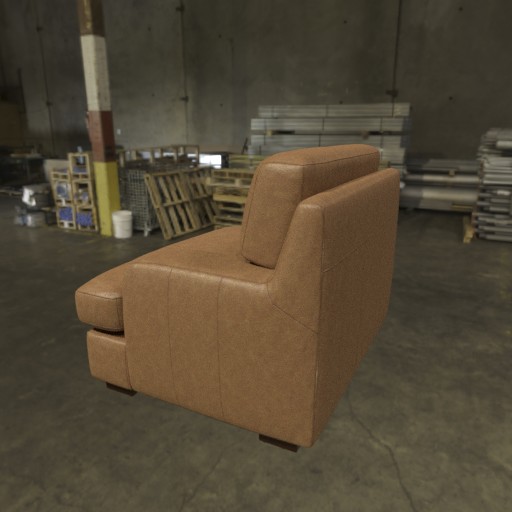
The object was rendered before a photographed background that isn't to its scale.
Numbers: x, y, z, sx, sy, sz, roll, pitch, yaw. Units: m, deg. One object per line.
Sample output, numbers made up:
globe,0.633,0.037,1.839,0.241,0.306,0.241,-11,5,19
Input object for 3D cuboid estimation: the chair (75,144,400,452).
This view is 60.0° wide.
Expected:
chair,0.000,0.000,2.013,1.050,0.978,1.276,8,18,26
